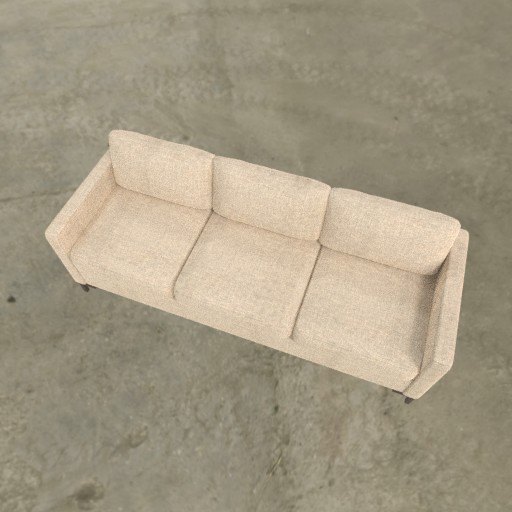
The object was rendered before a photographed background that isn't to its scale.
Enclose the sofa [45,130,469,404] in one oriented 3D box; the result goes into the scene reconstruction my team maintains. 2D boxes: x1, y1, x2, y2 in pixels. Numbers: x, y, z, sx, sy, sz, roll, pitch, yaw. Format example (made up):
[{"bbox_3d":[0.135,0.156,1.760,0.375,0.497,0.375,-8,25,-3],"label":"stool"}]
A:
[{"bbox_3d":[0.000,0.000,2.626,2.218,0.874,0.859,17,58,11],"label":"sofa"}]
